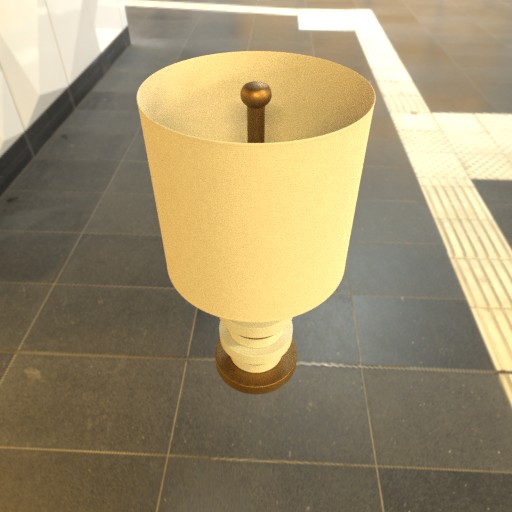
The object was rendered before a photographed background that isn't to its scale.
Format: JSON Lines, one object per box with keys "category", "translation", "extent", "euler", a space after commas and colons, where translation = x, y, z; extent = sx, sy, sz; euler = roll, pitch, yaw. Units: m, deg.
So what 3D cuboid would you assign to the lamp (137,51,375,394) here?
{"category": "lamp", "translation": [0.000, 0.000, 0.529], "extent": [0.210, 0.410, 0.210], "euler": [-11, 43, -12]}
